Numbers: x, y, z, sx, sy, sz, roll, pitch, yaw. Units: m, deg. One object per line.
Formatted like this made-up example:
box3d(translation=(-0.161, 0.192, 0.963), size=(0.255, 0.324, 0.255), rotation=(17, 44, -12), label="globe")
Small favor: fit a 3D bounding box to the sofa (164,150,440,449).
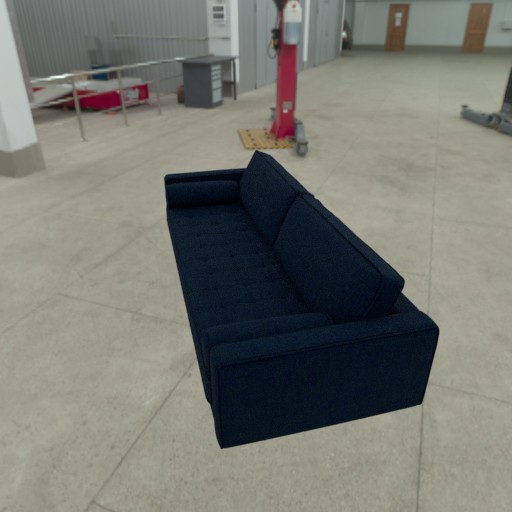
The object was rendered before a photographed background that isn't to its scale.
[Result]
box3d(translation=(0.000, 0.000, 2.632), size=(0.914, 0.762, 2.210), rotation=(-7, 29, -13), label="sofa")
